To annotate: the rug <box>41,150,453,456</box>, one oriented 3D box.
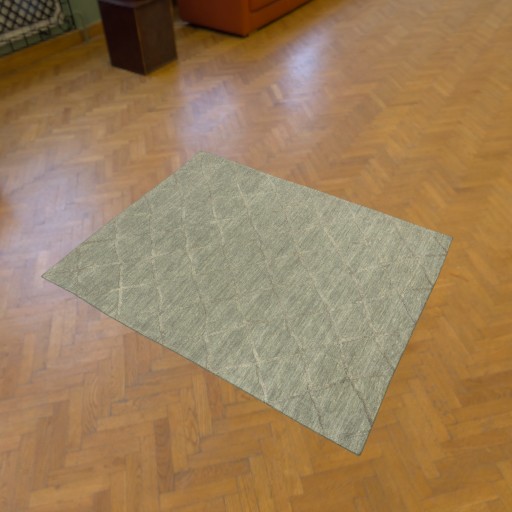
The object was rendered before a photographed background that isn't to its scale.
[{"bbox_3d":[0.000,0.000,4.126,3.048,0.013,2.438,23,50,21],"label":"rug"}]
